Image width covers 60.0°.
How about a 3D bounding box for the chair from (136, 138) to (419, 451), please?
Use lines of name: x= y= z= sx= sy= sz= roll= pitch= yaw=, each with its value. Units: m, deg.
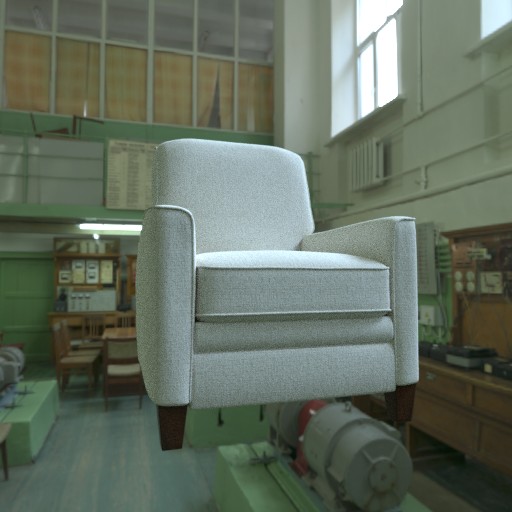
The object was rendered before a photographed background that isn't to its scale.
chair: x=0.000 y=0.000 z=1.613 sx=0.841 sy=1.028 sz=0.858 roll=1 pitch=-3 yaw=-18
